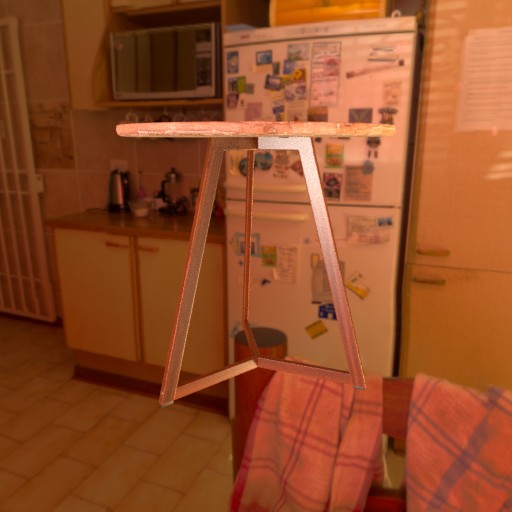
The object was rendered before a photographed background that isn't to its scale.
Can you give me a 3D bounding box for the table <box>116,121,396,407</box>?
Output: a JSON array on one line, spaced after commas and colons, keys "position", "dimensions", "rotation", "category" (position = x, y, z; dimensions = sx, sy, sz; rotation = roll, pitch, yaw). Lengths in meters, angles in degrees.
[{"position": [0.000, 0.000, 0.892], "dimensions": [0.500, 0.500, 0.500], "rotation": [0, 15, 0], "category": "table"}]
